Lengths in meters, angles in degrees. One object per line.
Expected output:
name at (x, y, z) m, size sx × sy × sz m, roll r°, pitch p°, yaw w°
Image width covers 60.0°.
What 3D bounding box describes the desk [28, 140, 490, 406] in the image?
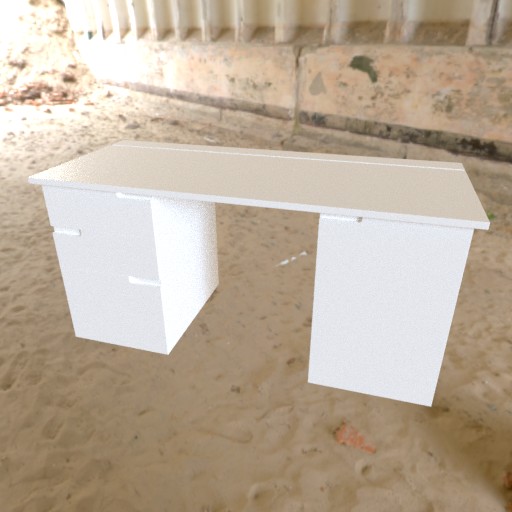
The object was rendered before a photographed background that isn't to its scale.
desk at (0.000, 0.000, 1.915) m, size 1.580 × 0.760 × 0.670 m, roll 7°, pitch 28°, yaw 14°
